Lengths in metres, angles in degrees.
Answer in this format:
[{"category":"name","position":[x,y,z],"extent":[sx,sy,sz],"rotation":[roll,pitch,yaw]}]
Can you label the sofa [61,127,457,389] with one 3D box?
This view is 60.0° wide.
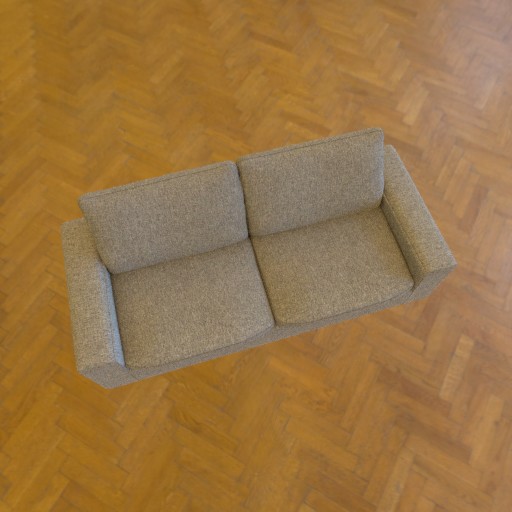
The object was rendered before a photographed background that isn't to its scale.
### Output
[{"category":"sofa","position":[0.000,0.000,2.830],"extent":[2.299,0.922,1.040],"rotation":[-15,65,-7]}]
